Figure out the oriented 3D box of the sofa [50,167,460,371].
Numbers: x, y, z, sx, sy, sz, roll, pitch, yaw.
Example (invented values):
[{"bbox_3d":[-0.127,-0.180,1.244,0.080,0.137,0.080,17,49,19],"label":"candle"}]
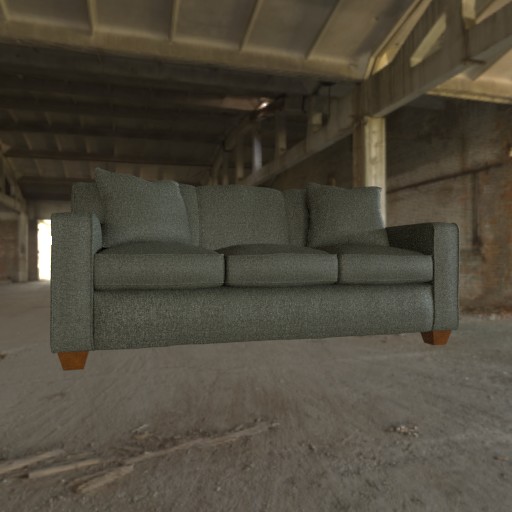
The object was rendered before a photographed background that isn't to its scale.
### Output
[{"bbox_3d":[0.000,0.000,2.508,2.024,0.958,0.997,0,0,-17],"label":"sofa"}]
